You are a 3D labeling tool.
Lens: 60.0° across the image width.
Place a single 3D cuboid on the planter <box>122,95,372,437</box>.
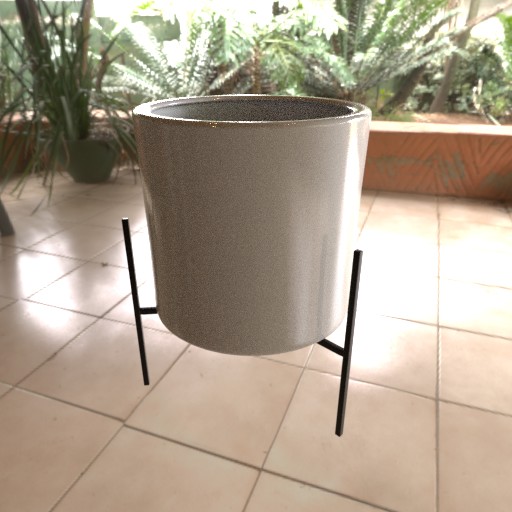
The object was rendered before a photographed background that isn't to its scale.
[{"bbox_3d":[0.000,0.000,0.736,0.360,0.480,0.361,9,26,18],"label":"planter"}]
